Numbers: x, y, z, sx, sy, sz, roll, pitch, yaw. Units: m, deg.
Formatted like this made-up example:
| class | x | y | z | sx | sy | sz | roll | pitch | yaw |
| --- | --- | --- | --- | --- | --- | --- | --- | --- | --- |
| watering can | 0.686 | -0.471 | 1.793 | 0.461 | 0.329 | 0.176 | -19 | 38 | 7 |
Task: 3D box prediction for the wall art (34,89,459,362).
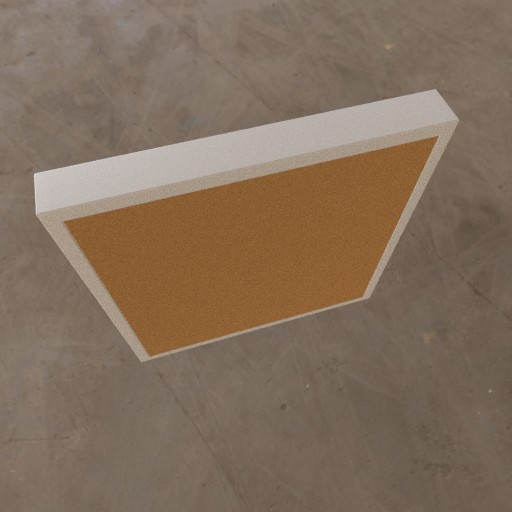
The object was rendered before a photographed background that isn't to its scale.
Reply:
| class | x | y | z | sx | sy | sz | roll | pitch | yaw |
| --- | --- | --- | --- | --- | --- | --- | --- | --- | --- |
| wall art | 0.000 | 0.000 | 0.446 | 0.305 | 0.305 | 0.037 | -14 | 60 | -8 |
